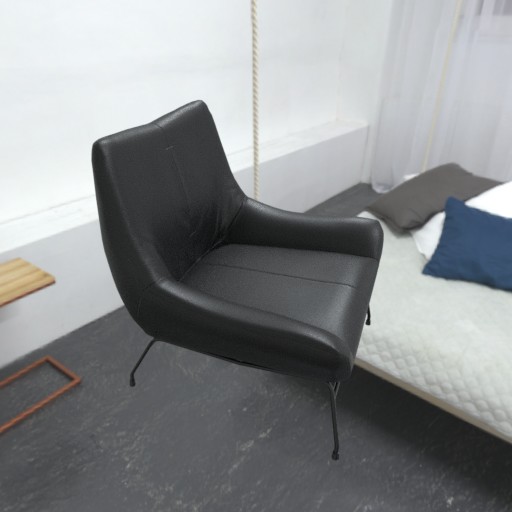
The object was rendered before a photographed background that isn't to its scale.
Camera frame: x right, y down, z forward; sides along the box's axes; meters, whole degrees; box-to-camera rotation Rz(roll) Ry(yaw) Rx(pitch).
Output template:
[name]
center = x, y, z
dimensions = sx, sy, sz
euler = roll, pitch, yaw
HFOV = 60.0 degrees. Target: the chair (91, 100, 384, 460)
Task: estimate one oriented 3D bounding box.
[chair]
center = 0.000, 0.000, 1.585
dimensions = 0.826, 0.922, 0.836
euler = 11, 31, 18
